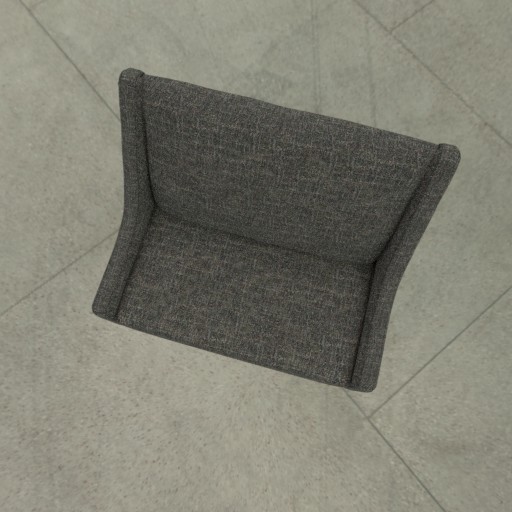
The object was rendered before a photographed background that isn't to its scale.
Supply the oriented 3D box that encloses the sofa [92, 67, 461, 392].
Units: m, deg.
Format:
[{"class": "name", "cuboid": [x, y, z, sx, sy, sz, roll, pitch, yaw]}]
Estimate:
[{"class": "sofa", "cuboid": [0.000, 0.000, 1.905, 1.242, 1.021, 0.870, 15, 75, 4]}]
